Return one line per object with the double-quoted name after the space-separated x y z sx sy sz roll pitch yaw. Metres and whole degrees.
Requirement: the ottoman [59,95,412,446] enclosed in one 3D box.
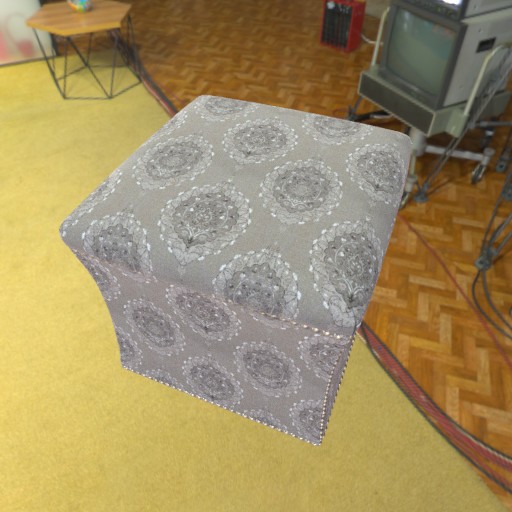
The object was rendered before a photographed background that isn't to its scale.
0.000 0.000 0.924 0.497 0.473 0.507 16 48 16 "ottoman"
